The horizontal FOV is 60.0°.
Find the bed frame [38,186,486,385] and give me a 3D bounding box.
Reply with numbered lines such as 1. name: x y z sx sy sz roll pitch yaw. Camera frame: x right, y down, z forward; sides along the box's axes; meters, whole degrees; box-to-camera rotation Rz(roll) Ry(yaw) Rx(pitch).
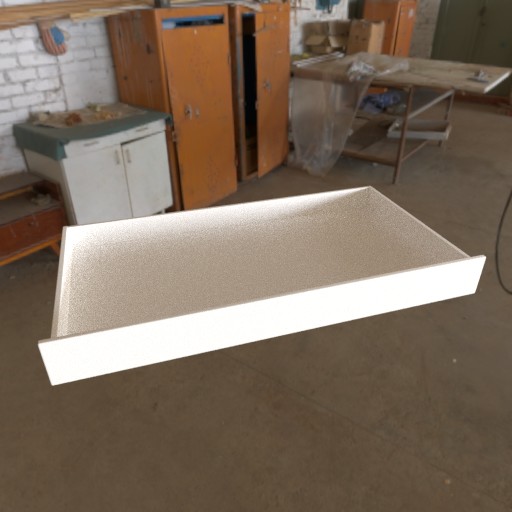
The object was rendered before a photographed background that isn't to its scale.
1. bed frame: 0.000 0.000 1.526 1.300 0.141 0.670 -9 33 -15
